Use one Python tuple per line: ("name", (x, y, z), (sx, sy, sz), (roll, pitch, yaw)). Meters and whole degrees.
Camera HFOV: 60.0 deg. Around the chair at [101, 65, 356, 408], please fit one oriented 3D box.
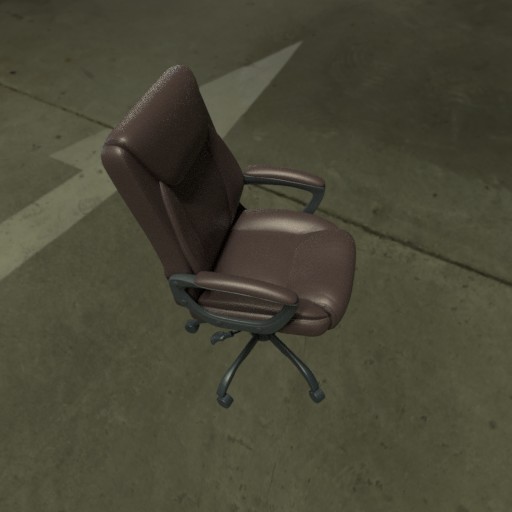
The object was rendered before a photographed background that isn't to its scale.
("chair", (0.000, 0.000, 1.477), (0.655, 1.072, 0.615), (10, 47, 10))
